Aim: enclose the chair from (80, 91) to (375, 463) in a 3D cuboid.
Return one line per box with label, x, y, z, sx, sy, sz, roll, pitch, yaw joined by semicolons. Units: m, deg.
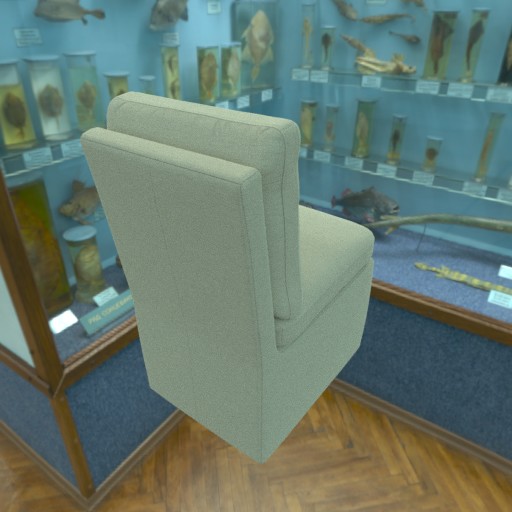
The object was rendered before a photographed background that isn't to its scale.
chair;0.000;0.000;1.299;0.503;0.927;0.698;21;37;31
